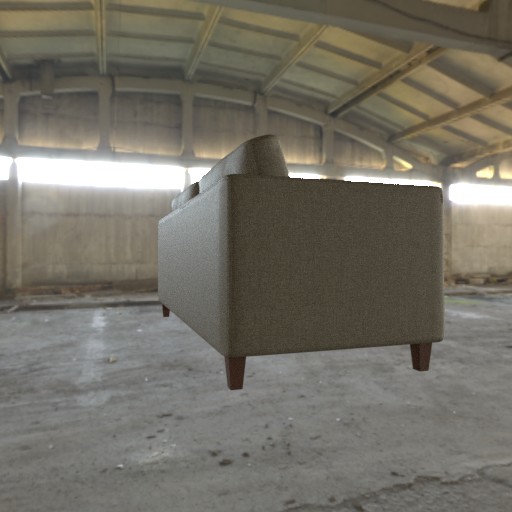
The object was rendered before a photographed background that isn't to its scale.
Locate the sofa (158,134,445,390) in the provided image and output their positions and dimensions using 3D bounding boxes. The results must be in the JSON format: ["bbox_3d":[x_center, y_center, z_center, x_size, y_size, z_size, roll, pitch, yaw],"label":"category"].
[{"bbox_3d":[0.000,0.000,2.684,0.956,0.960,2.208,0,0,-19],"label":"sofa"}]
